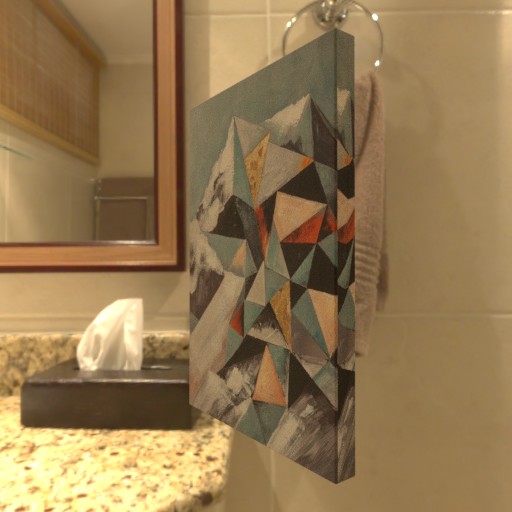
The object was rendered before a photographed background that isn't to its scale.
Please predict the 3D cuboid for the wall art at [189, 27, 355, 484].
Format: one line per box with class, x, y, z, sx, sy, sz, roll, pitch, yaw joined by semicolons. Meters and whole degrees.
wall art;0.000;0.000;1.141;0.061;0.911;0.609;0;-1;-37
